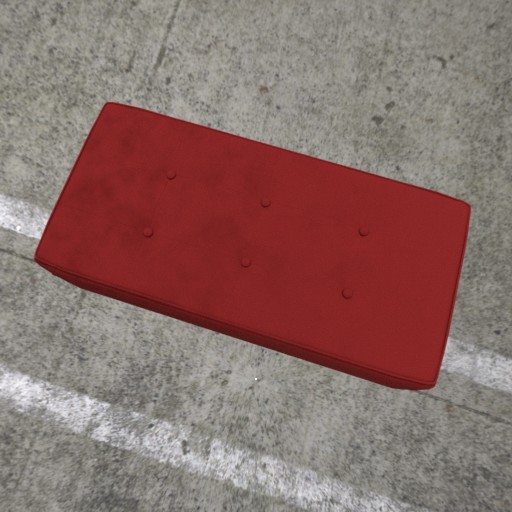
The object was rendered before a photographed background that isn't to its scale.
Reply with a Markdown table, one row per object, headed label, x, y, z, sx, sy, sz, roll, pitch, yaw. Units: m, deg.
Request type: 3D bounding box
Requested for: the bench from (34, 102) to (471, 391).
| label | x | y | z | sx | sy | sz | roll | pitch | yaw |
| --- | --- | --- | --- | --- | --- | --- | --- | --- | --- |
| bench | 0.000 | 0.000 | 1.306 | 1.016 | 0.471 | 0.492 | 17 | 75 | 5 |
